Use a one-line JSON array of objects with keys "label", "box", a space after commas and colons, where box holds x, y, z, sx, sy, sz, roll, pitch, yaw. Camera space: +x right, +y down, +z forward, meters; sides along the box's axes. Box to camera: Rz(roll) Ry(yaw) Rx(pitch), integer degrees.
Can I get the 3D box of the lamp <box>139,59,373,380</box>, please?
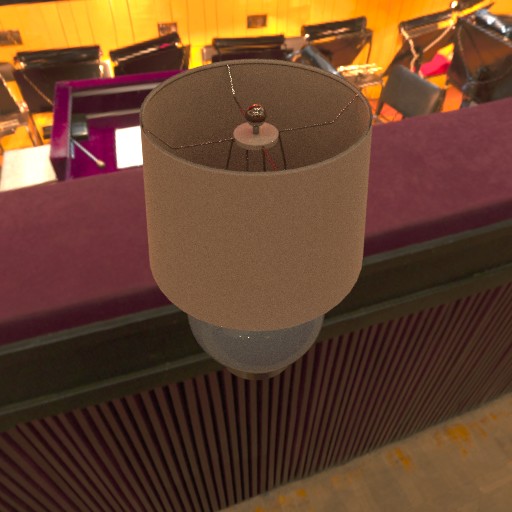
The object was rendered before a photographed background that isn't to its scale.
[{"label": "lamp", "box": [0.000, 0.000, 0.534, 0.247, 0.387, 0.247, 0, 46, 0]}]
